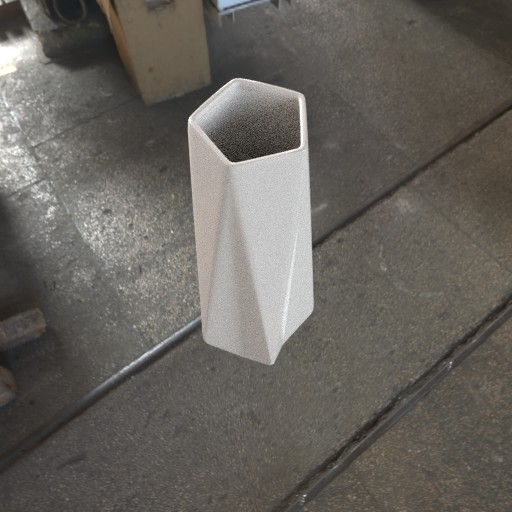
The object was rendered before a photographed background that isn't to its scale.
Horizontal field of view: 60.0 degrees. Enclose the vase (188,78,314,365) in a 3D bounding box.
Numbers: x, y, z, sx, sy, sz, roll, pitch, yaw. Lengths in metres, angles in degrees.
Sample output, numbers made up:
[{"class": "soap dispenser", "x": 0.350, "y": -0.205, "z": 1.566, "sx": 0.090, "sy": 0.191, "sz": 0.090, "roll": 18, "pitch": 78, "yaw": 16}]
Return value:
[{"class": "vase", "x": 0.000, "y": 0.000, "z": 0.389, "sx": 0.122, "sy": 0.329, "sz": 0.116, "roll": 17, "pitch": 63, "yaw": 9}]
